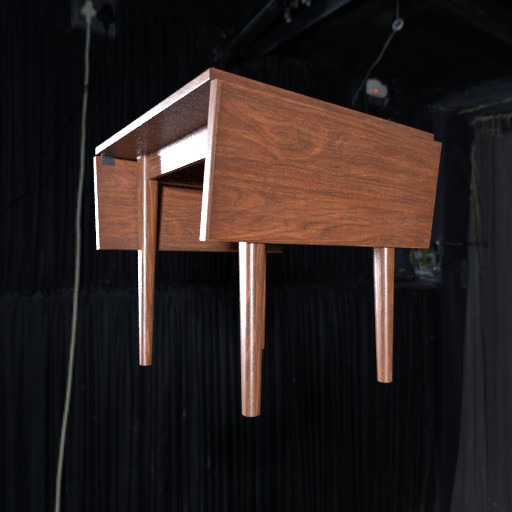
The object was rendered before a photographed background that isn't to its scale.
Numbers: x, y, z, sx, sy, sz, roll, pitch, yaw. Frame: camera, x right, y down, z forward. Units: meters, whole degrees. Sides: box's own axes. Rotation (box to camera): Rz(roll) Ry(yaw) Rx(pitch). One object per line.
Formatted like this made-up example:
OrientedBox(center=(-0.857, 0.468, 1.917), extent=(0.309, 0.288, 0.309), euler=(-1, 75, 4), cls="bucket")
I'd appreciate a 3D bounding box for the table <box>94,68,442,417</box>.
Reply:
OrientedBox(center=(0.000, 0.000, 1.464), extent=(0.812, 0.763, 0.843), euler=(1, -1, -36), cls="table")
